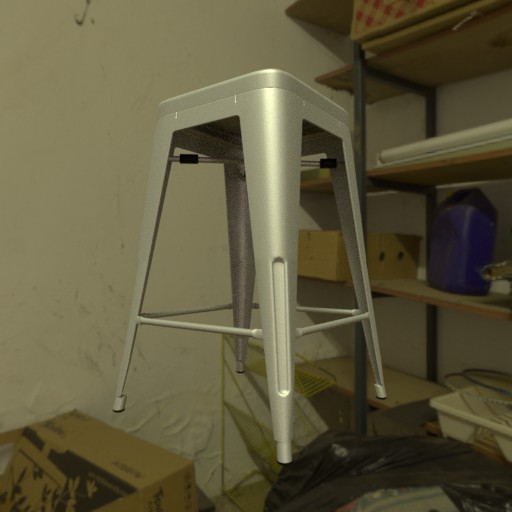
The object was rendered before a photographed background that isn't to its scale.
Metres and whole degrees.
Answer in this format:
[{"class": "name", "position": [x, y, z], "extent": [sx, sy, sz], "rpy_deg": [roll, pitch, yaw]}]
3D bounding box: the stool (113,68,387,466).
[{"class": "stool", "position": [0.000, 0.000, 0.913], "extent": [0.406, 0.610, 0.406], "rpy_deg": [-1, -1, 36]}]
